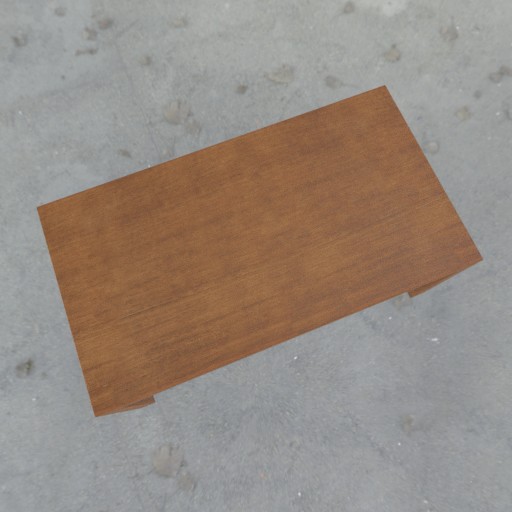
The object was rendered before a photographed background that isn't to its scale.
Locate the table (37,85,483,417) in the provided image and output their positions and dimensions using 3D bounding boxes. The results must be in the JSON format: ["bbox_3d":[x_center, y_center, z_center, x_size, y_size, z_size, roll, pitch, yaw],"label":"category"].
[{"bbox_3d":[0.000,0.000,1.321,1.000,0.419,0.549,-21,75,-6],"label":"table"}]
